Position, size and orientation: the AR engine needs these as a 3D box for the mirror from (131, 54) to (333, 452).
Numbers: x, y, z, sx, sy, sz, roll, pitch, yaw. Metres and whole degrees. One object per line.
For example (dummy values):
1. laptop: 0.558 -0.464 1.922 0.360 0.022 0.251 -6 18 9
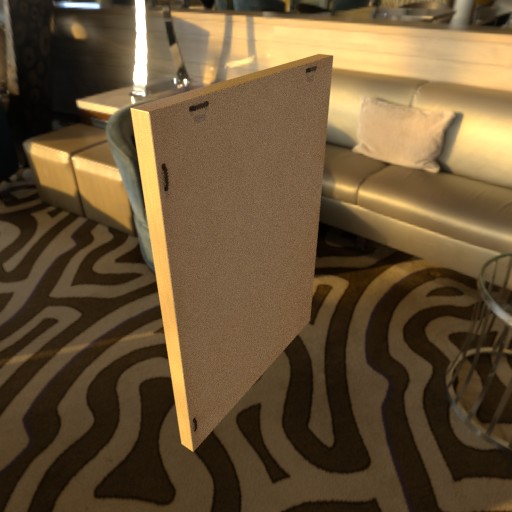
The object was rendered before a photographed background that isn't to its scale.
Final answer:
1. mirror: 0.000 0.000 0.926 0.039 0.710 0.507 21 39 29
